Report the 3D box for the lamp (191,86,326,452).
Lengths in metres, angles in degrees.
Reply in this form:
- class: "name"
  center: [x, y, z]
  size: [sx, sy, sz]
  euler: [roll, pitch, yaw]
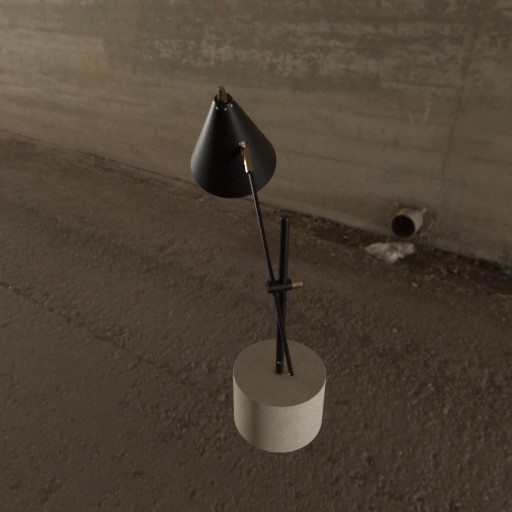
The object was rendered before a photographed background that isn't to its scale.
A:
- class: "lamp"
  center: [0.000, 0.000, 0.730]
  size: [0.214, 0.518, 0.403]
  euler: [-2, 31, -3]
